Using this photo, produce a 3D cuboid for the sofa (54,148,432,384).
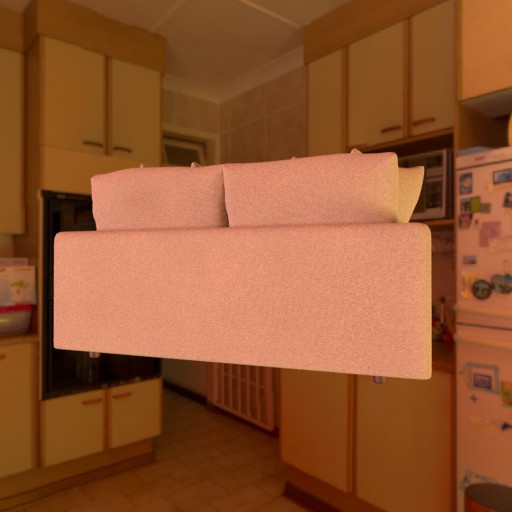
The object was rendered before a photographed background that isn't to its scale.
[{"bbox_3d":[0.000,0.000,2.593,1.869,1.080,1.228,0,-1,20],"label":"sofa"}]
